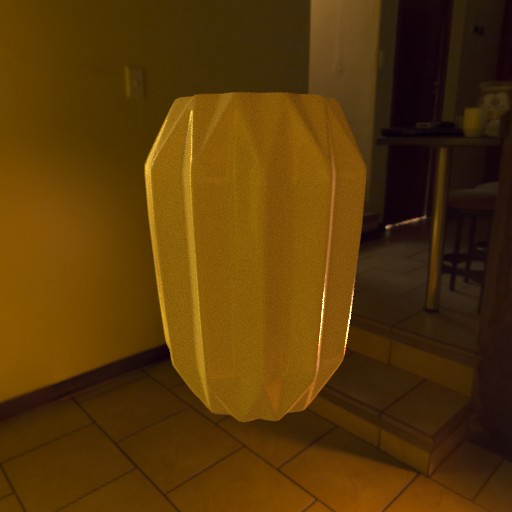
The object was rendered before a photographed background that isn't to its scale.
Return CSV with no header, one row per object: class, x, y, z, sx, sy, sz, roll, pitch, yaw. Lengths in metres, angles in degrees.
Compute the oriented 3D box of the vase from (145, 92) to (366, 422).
vase,0.000,0.000,0.411,0.195,0.275,0.195,0,15,0
